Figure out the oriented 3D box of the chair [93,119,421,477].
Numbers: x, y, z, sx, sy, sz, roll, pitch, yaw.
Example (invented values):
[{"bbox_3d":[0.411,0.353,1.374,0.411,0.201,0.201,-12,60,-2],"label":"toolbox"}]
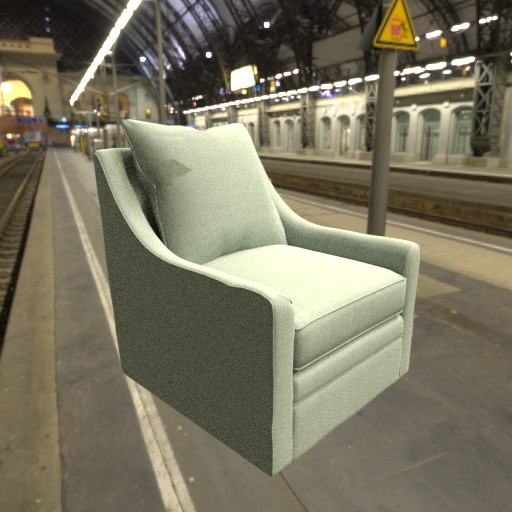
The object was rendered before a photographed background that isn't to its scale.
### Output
[{"bbox_3d":[0.000,0.000,1.561,0.870,0.926,0.760,14,20,43],"label":"chair"}]
